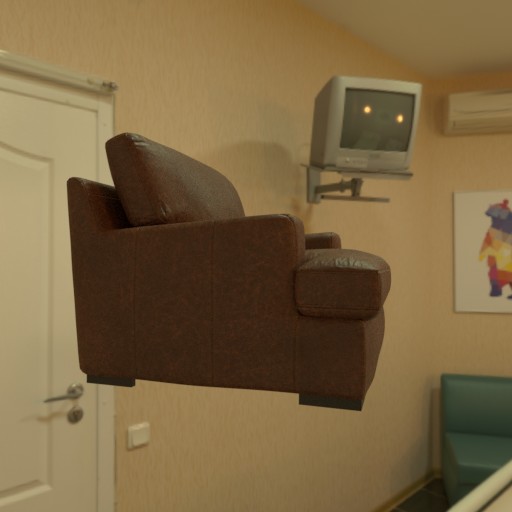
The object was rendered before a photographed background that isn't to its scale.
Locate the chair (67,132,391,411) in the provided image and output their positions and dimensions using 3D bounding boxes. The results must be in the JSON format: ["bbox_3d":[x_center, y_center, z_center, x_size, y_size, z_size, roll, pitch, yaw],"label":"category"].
[{"bbox_3d":[0.000,0.000,1.986,1.143,0.939,1.168,0,-1,18],"label":"chair"}]
